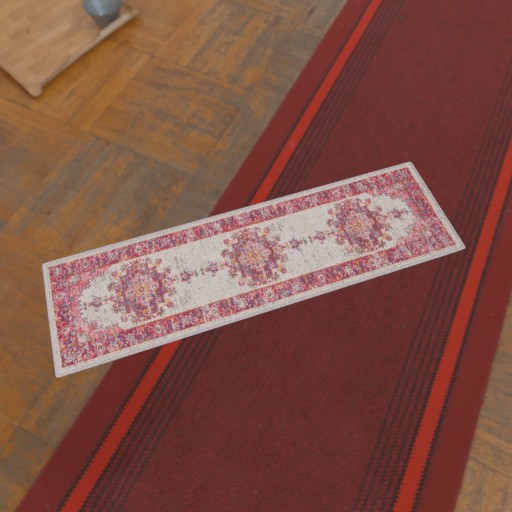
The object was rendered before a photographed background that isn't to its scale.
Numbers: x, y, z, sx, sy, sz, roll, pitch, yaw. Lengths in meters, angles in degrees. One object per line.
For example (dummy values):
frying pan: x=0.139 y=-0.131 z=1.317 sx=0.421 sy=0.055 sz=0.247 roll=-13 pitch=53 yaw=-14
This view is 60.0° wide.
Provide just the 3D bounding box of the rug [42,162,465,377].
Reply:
rug: x=0.000 y=0.000 z=2.492 sx=2.294 sy=0.011 sz=0.666 roll=-16 pitch=63 yaw=-9
